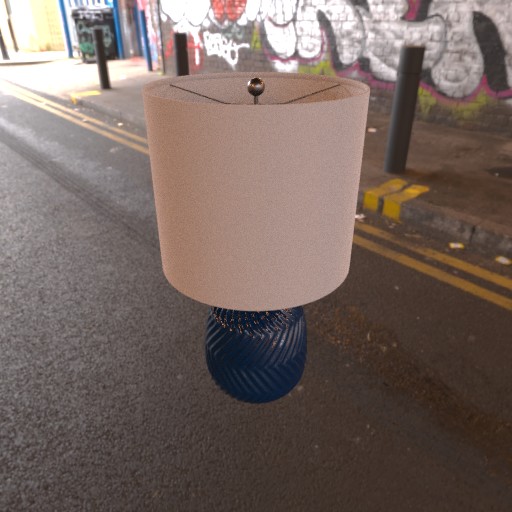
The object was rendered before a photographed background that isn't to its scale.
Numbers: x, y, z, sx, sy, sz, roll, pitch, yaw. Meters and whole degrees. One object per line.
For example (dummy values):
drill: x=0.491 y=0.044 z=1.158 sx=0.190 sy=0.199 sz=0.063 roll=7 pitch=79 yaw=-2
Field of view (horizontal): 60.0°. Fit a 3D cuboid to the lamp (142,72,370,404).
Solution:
lamp: x=0.000 y=0.000 z=0.490 sx=0.203 sy=0.368 sz=0.203 roll=0 pitch=29 yaw=-1
